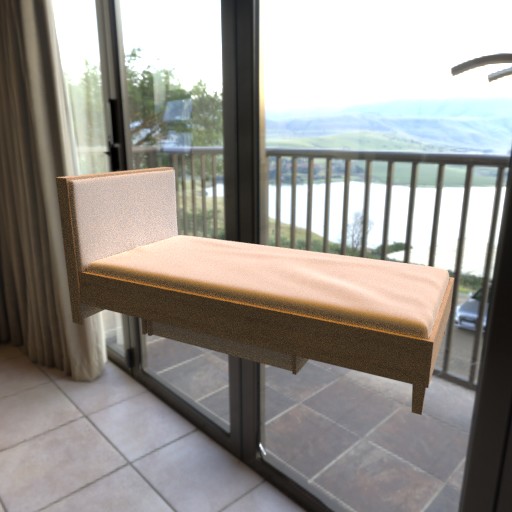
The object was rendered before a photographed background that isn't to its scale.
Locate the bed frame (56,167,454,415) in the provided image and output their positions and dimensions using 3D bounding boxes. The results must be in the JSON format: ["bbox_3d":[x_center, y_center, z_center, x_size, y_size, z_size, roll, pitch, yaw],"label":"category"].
[{"bbox_3d":[0.000,0.000,2.662,2.140,0.920,0.990,8,17,27],"label":"bed frame"}]
